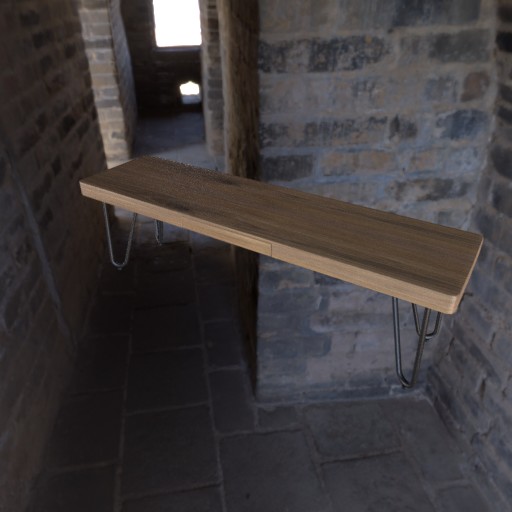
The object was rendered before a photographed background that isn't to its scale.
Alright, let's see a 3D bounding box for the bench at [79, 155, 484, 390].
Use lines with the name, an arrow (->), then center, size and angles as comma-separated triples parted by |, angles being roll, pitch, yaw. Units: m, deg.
bench -> 0.000, 0.000, 1.827 | 1.570, 0.462, 0.425 | 18, 36, 27
